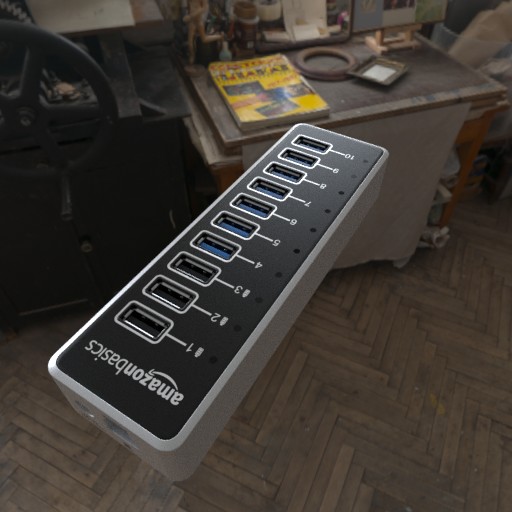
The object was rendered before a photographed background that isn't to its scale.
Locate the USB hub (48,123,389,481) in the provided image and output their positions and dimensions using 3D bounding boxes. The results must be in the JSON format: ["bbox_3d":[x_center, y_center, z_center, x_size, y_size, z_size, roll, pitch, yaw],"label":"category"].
[{"bbox_3d":[0.000,0.000,0.158,0.044,0.023,0.145,24,52,21],"label":"USB hub"}]
